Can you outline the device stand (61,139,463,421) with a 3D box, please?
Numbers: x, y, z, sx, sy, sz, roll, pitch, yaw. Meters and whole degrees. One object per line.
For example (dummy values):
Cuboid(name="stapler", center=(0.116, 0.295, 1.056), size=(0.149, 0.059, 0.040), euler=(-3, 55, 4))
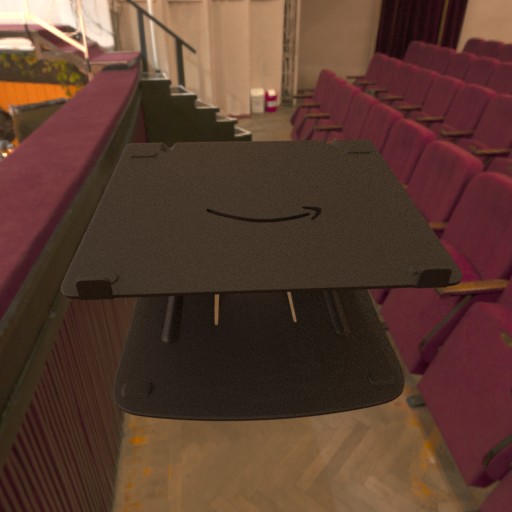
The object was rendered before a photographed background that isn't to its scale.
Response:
Cuboid(name="device stand", center=(0.000, 0.000, 0.394), size=(0.256, 0.155, 0.236), euler=(-2, 30, -3))
